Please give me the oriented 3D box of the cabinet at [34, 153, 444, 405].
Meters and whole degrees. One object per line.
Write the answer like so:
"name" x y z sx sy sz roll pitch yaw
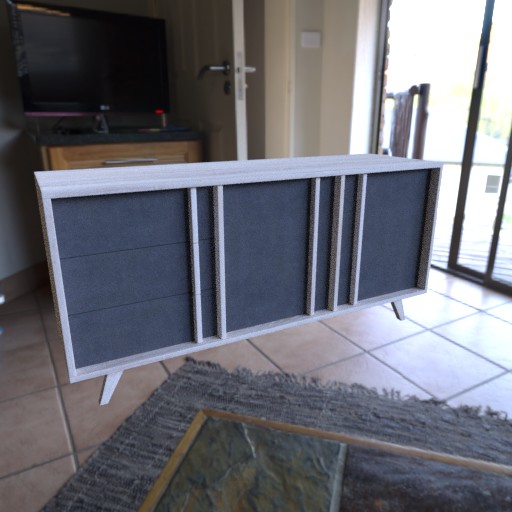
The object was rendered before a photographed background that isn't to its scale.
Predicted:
"cabinet" 0.000 0.000 1.963 1.650 0.780 0.500 -9 20 -26
